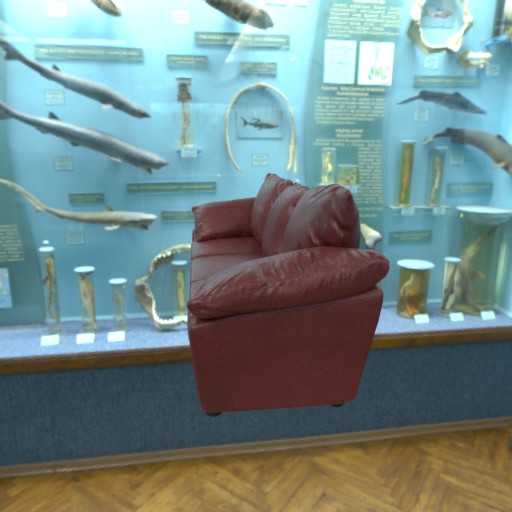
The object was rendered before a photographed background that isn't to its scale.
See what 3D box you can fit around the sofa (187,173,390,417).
[{"bbox_3d":[0.000,0.000,2.968,0.907,1.091,2.390,-2,14,-7],"label":"sofa"}]
